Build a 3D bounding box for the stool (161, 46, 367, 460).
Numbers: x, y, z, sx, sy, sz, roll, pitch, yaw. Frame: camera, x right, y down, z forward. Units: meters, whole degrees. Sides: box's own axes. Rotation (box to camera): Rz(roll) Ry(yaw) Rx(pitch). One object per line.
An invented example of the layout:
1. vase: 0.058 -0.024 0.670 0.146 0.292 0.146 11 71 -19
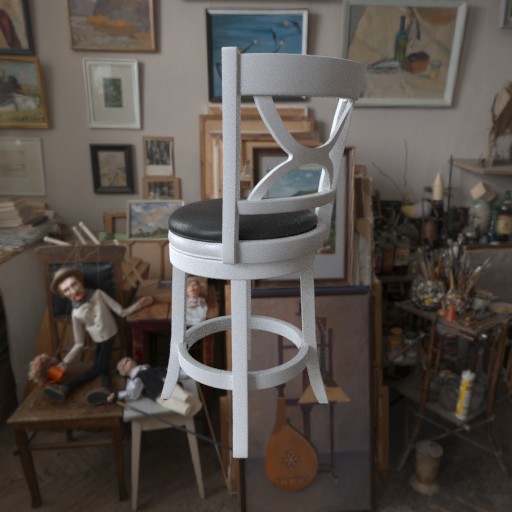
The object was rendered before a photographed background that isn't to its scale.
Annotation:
1. stool: 0.000 0.000 1.195 0.444 0.953 0.508 -15 22 -41
